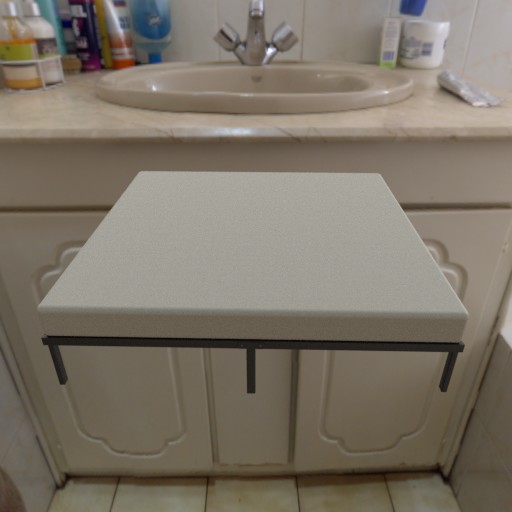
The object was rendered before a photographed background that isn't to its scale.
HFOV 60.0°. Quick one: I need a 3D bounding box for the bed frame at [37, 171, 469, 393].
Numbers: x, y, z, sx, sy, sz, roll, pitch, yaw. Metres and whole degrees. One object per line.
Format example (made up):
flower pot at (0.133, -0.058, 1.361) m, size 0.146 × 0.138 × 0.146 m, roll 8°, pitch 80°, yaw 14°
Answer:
bed frame at (0.000, 0.000, 3.885) m, size 2.635 × 0.680 × 2.526 m, roll 1°, pitch 30°, yaw 1°
